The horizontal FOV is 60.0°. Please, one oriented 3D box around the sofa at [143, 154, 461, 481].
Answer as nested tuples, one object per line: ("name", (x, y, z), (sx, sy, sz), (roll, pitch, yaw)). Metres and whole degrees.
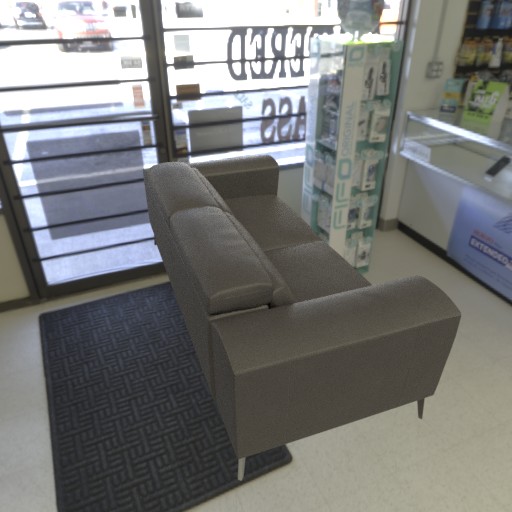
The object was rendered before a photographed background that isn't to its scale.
("sofa", (0.000, 0.000, 2.772), (1.048, 0.814, 2.330), (-11, 32, -17))
